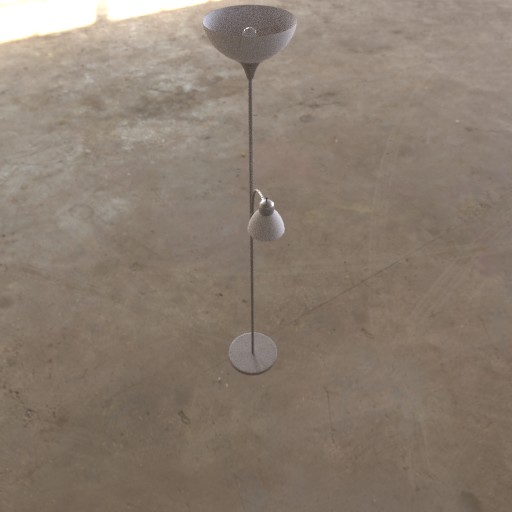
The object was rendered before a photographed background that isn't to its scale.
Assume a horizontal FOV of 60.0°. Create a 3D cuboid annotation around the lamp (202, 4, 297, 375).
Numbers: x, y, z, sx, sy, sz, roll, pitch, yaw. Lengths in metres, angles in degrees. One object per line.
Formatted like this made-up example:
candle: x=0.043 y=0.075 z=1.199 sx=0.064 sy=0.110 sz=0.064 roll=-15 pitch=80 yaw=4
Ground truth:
lamp: x=0.000 y=0.000 z=1.873 sx=0.279 sy=1.804 sz=0.425 roll=-10 pitch=47 yaw=-10
